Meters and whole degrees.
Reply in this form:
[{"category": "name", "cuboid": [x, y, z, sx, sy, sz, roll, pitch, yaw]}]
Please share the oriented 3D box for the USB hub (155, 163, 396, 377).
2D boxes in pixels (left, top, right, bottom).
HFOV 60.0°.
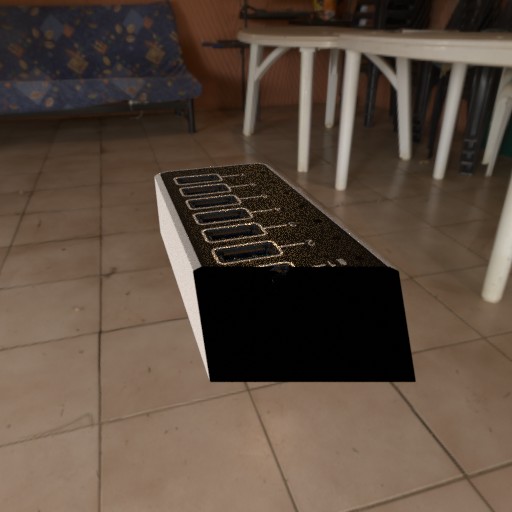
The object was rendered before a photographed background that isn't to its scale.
[{"category": "USB hub", "cuboid": [0.000, 0.000, 0.129, 0.044, 0.023, 0.110, -9, 29, -16]}]
